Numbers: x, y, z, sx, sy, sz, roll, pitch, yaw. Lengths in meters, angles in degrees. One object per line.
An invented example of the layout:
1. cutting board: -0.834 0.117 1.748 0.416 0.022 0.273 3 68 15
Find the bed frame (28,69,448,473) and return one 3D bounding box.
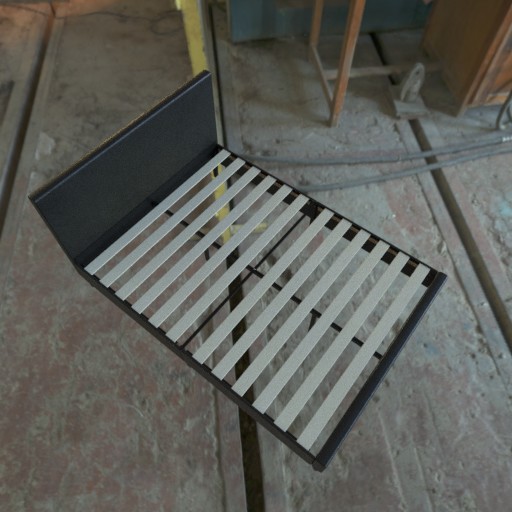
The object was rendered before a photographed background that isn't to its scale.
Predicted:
1. bed frame: 0.000 0.000 3.158 2.318 1.127 1.634 34 63 20
